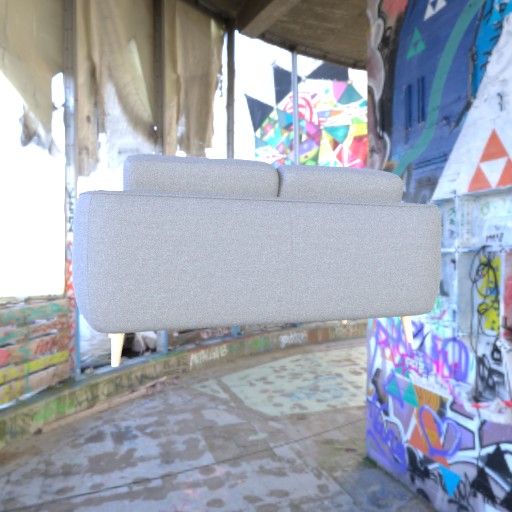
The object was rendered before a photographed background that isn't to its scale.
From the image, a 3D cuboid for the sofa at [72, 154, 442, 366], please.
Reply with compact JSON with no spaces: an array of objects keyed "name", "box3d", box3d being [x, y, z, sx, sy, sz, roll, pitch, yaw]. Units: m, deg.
[{"name":"sofa","box3d":[0.000,0.000,2.247,1.700,0.850,0.920,0,0,-19]}]
